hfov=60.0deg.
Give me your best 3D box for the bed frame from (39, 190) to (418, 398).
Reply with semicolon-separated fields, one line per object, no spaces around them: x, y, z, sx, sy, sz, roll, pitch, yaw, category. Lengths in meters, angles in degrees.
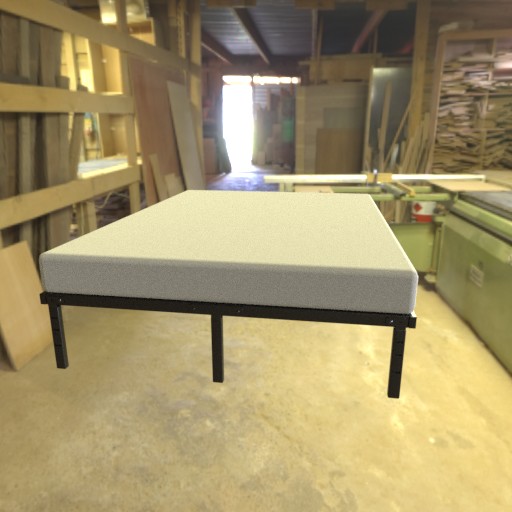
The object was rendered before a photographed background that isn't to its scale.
0.000;0.000;3.542;1.990;0.680;2.635;3;16;9;bed frame
